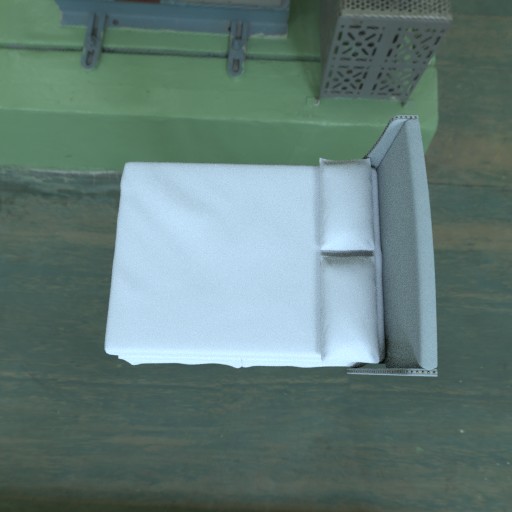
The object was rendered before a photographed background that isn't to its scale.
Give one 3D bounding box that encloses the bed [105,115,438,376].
[{"bbox_3d":[0.000,0.000,3.396,2.237,1.407,1.710,1,76,0],"label":"bed"}]
